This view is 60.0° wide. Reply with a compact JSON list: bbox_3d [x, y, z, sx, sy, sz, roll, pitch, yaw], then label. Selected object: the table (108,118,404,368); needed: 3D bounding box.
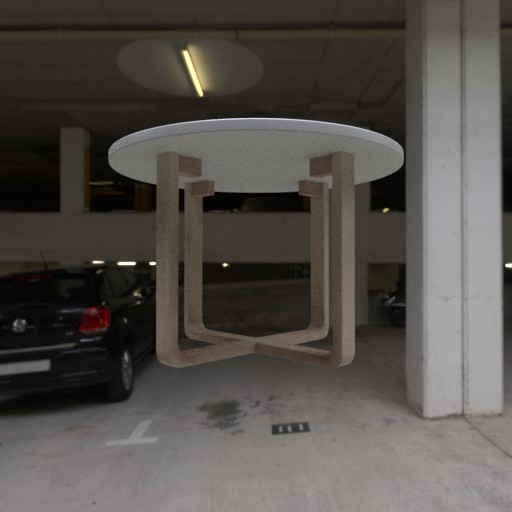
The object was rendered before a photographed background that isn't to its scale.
[{"bbox_3d":[0.000,0.000,0.948,0.600,0.400,0.600,0,-1,0],"label":"table"}]
